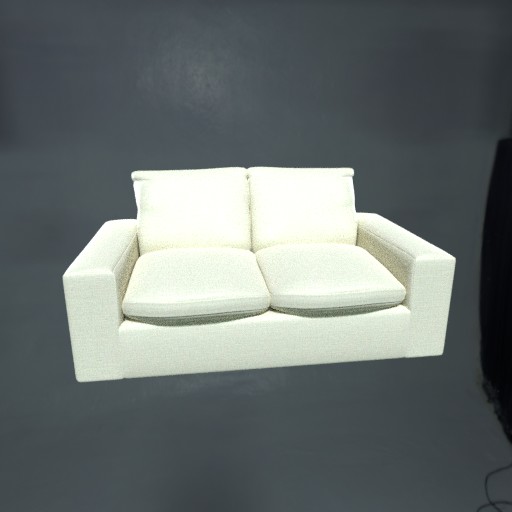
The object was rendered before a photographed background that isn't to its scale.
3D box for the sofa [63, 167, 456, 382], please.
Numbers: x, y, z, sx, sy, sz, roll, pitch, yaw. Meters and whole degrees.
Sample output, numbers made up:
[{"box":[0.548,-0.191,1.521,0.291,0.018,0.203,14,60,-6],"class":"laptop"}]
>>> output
[{"box":[0.000,0.000,2.420,1.754,0.875,1.091,-2,17,-8],"class":"sofa"}]
